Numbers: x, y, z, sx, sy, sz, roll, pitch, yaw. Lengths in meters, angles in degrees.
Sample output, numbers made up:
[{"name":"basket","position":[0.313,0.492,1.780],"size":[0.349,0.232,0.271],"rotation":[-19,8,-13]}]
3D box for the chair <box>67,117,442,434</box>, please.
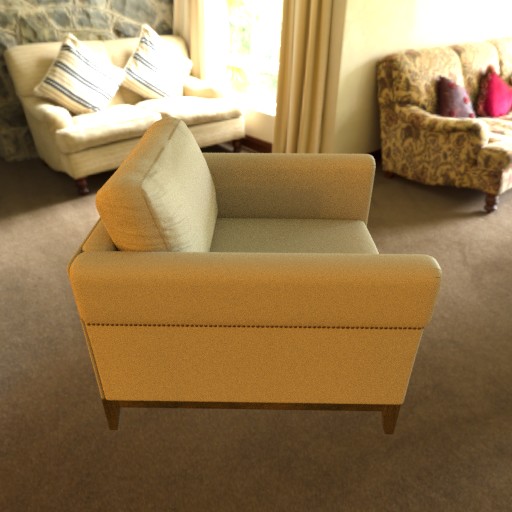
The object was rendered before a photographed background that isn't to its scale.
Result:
[{"name":"chair","position":[0.000,0.000,1.613],"size":[0.959,0.838,0.914],"rotation":[1,32,1]}]
